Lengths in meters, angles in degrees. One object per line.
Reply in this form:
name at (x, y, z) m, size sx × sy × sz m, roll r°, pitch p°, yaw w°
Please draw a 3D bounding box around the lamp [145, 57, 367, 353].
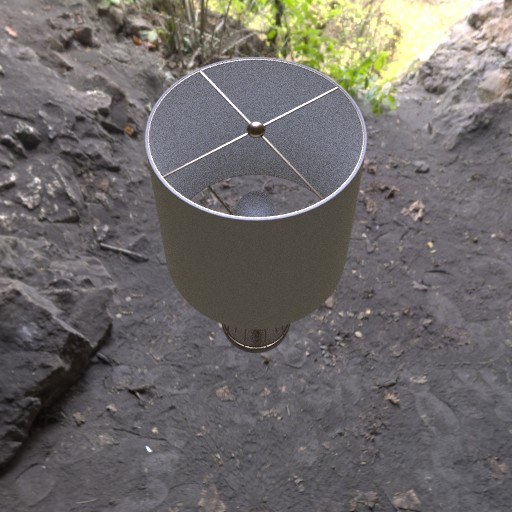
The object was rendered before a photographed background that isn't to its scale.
lamp at (0.000, 0.000, 0.783) m, size 0.303 × 0.618 × 0.303 m, roll 0°, pitch 61°, yaw 0°
